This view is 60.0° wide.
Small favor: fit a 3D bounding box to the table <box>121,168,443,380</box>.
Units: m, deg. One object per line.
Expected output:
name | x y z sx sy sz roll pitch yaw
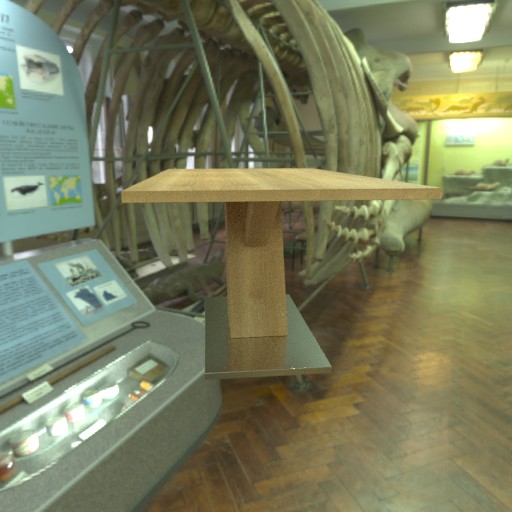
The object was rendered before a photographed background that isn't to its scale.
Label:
table | 0.000 0.000 2.084 0.900 0.750 1.600 -1 13 -6
